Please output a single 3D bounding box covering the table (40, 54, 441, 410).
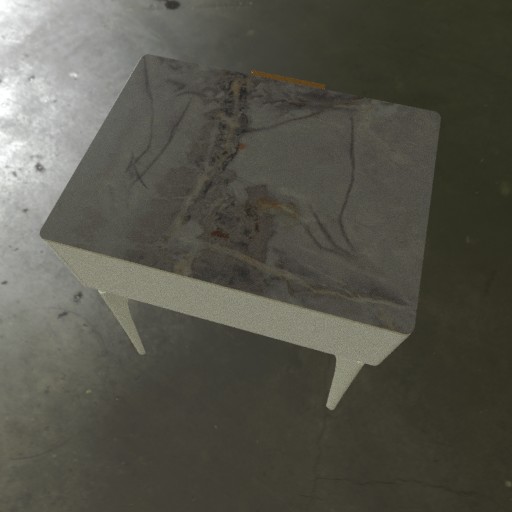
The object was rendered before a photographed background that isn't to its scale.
[{"bbox_3d":[0.000,0.000,0.898,0.500,0.570,0.400,14,64,7],"label":"table"}]
